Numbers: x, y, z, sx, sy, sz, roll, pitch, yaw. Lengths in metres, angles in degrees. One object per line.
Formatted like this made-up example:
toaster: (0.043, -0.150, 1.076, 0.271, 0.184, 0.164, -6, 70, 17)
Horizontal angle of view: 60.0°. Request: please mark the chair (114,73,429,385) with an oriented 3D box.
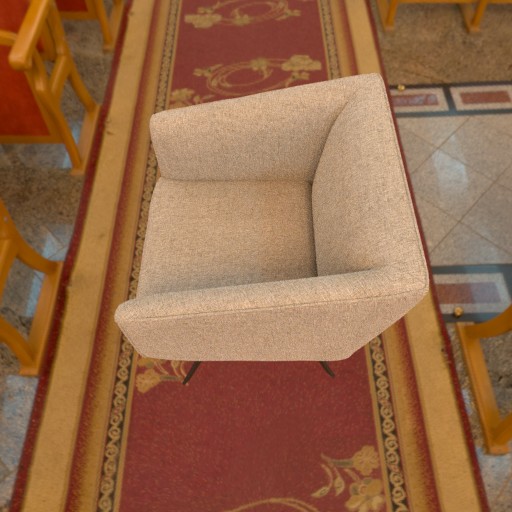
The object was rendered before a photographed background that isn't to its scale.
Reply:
chair: (0.000, 0.000, 1.260, 0.623, 0.760, 0.628, 0, 59, 0)
